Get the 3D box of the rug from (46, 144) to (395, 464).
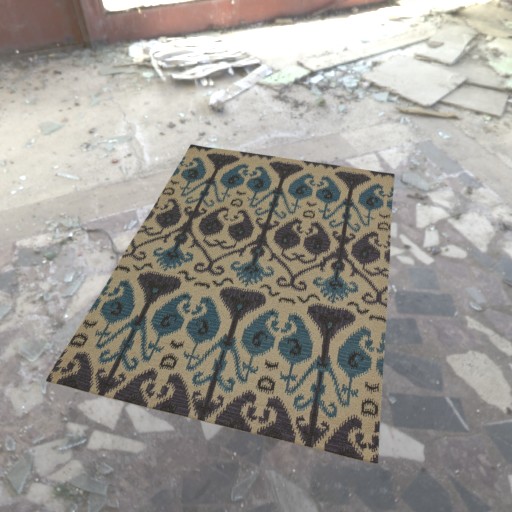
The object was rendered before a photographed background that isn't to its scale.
[{"bbox_3d":[0.000,0.000,4.156,2.443,0.024,3.228,10,48,9],"label":"rug"}]
